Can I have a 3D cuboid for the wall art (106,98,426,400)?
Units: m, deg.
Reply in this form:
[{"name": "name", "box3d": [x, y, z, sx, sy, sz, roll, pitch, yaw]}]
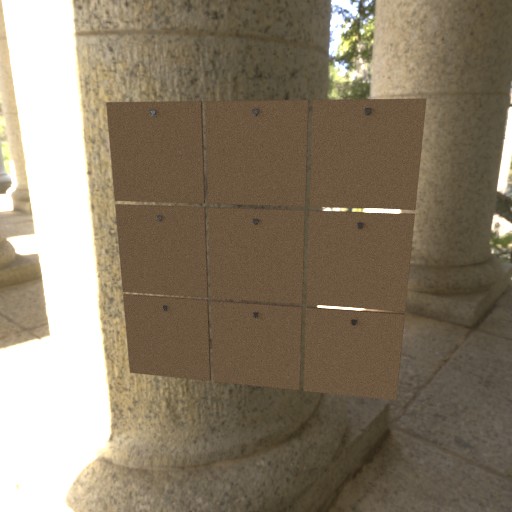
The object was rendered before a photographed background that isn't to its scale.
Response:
[{"name": "wall art", "box3d": [0.000, 0.000, 1.836, 1.221, 1.218, 0.019, 3, 16, 10]}]
